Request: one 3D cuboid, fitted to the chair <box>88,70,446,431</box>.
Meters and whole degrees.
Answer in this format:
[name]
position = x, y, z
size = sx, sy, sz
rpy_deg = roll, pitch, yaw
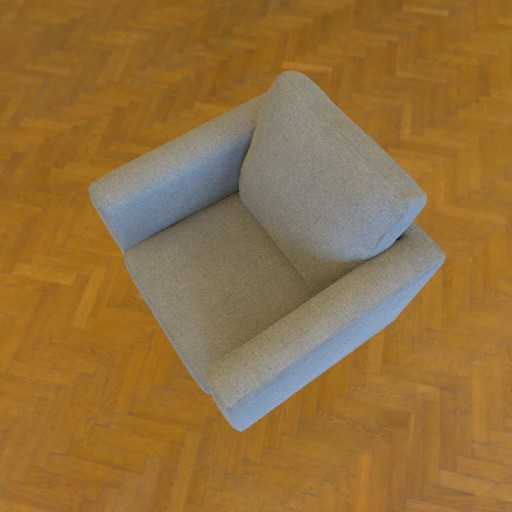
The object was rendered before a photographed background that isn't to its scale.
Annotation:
[chair]
position = 0.000, 0.000, 1.555
size = 0.800, 0.927, 0.855
rpy_deg = -32, 68, -15
